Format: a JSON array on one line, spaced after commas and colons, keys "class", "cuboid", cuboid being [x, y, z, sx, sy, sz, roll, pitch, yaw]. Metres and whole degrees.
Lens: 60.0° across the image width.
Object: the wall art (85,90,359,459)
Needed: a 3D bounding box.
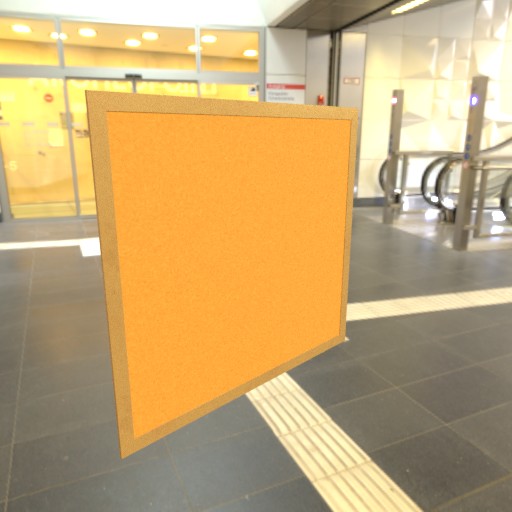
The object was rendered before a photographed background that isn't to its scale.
[{"class": "wall art", "cuboid": [0.000, 0.000, 1.618, 1.168, 1.067, 0.025, -14, 21, -42]}]
